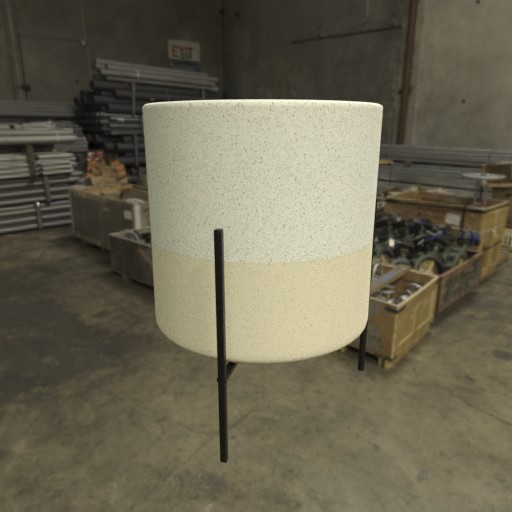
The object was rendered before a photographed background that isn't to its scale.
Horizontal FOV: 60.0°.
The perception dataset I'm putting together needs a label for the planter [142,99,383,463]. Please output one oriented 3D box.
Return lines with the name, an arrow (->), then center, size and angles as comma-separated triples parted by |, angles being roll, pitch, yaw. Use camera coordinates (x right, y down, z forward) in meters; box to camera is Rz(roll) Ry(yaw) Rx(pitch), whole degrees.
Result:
planter -> 0.000, 0.000, 0.655 | 0.313, 0.423, 0.335 | -16, 23, -42
